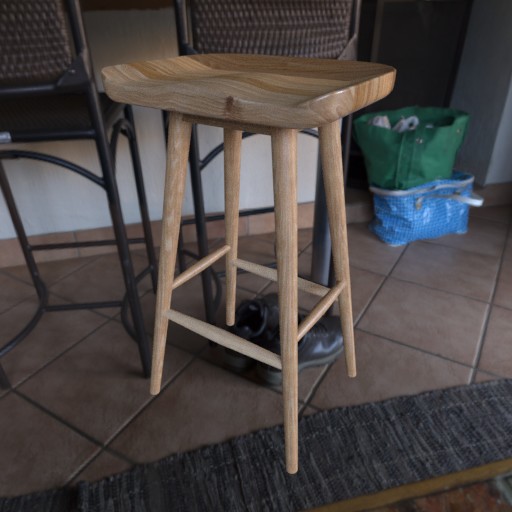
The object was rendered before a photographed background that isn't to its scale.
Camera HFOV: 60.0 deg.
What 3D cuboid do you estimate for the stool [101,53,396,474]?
[{"bbox_3d":[0.000,0.000,0.881,0.407,0.698,0.322,18,34,28],"label":"stool"}]
